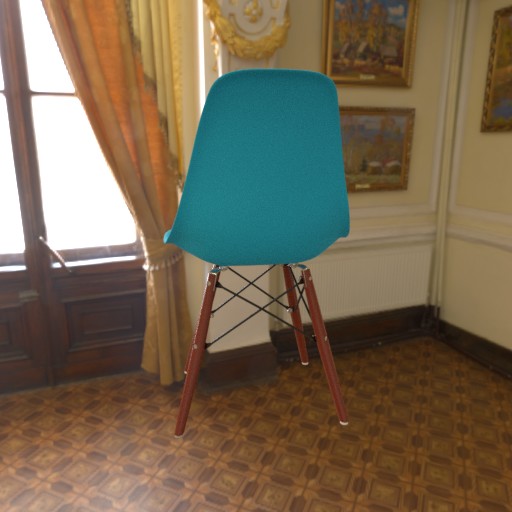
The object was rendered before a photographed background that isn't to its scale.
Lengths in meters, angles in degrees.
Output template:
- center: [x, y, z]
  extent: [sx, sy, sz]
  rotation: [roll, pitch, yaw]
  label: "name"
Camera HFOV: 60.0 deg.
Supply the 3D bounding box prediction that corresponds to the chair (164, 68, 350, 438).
- center: [0.000, 0.000, 1.151]
  extent: [0.470, 0.826, 0.533]
  rotation: [-2, 14, -9]
  label: "chair"
